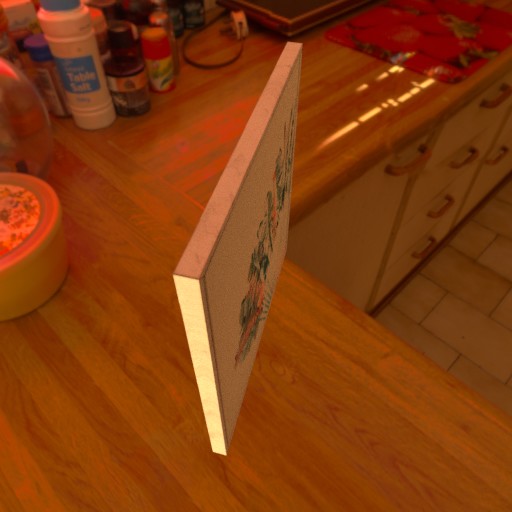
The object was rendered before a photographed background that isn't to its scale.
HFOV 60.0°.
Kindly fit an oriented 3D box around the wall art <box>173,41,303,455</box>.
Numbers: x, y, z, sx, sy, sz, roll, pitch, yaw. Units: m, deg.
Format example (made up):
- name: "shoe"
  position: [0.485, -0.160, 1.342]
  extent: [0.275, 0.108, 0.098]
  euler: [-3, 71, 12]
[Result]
- name: "wall art"
  position: [0.000, 0.000, 1.136]
  extent: [0.038, 0.757, 0.760]
  euler: [11, 50, 10]
